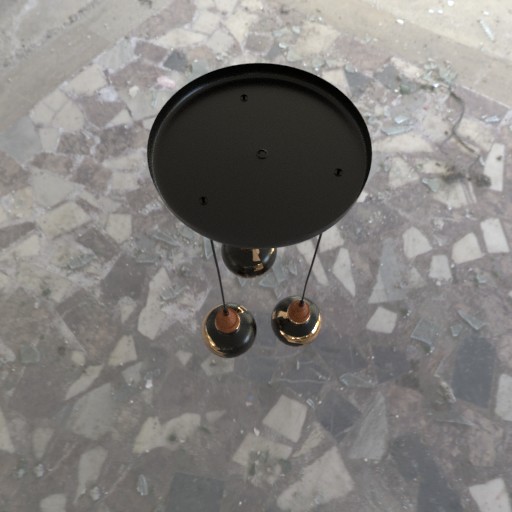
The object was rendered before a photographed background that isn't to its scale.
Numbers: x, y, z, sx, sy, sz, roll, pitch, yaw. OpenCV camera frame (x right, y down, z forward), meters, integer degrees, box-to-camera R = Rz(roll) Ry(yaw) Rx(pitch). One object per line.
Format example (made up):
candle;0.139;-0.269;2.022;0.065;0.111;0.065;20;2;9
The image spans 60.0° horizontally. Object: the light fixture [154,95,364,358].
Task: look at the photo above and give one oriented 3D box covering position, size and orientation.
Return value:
light fixture;0.000;0.000;1.749;0.608;1.410;0.605;-16;66;-8
